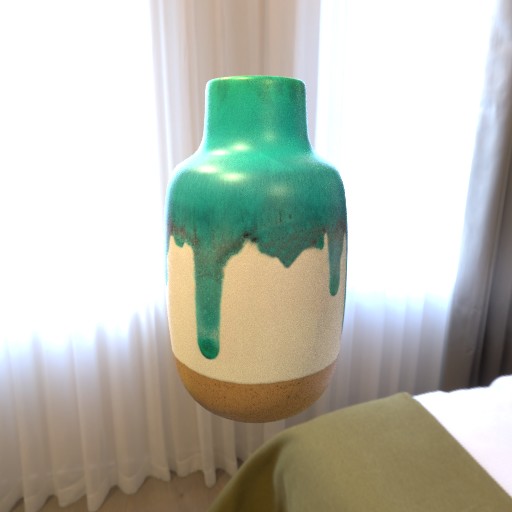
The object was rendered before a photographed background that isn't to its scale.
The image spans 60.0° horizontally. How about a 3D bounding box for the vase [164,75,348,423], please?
[{"bbox_3d":[0.000,0.000,0.260,0.106,0.192,0.106,0,14,0],"label":"vase"}]
